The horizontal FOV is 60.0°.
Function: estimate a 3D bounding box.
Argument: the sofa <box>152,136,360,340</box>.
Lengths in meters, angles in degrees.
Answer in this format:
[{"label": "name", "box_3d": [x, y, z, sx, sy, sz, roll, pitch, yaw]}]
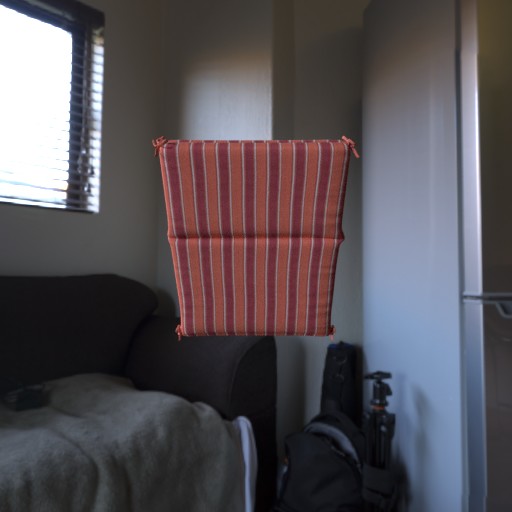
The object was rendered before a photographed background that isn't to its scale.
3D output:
[{"label": "sofa", "box_3d": [0.000, 0.000, 1.981, 0.582, 0.622, 1.663, 0, -2, 0]}]
